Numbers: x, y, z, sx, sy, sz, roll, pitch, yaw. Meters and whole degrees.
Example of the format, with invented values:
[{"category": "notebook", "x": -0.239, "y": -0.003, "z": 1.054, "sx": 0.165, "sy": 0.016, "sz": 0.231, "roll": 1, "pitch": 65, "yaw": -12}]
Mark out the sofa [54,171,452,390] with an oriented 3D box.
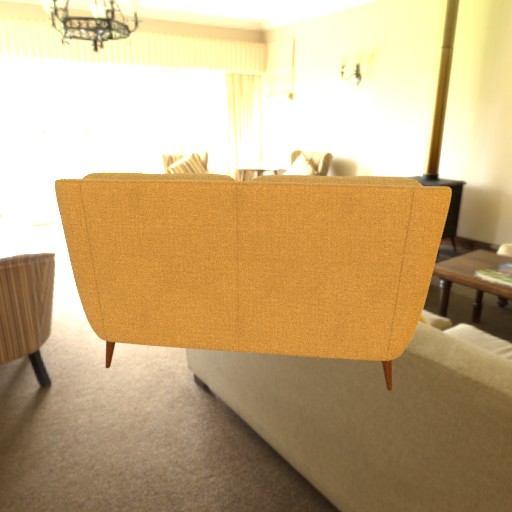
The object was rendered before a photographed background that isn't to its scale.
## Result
[{"category": "sofa", "x": 0.000, "y": 0.000, "z": 2.224, "sx": 1.652, "sy": 0.888, "sz": 0.965, "roll": 2, "pitch": 17, "yaw": 8}]
